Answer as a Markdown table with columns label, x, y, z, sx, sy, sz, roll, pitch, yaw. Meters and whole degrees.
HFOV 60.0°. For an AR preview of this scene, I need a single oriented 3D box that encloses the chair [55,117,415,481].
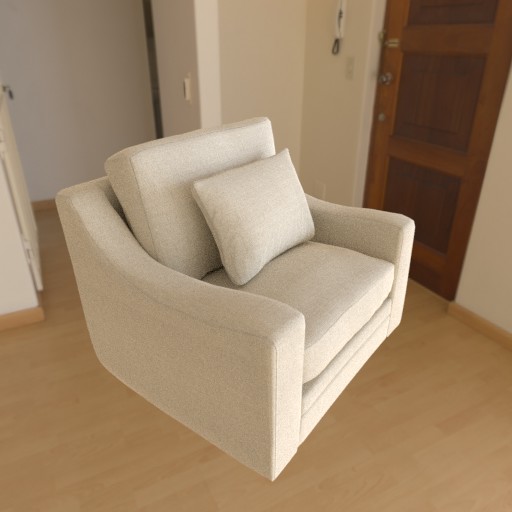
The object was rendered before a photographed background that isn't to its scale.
| label | x | y | z | sx | sy | sz | roll | pitch | yaw |
| --- | --- | --- | --- | --- | --- | --- | --- | --- | --- |
| chair | 0.000 | 0.000 | 1.915 | 1.009 | 1.016 | 1.178 | 18 | 32 | 33 |
